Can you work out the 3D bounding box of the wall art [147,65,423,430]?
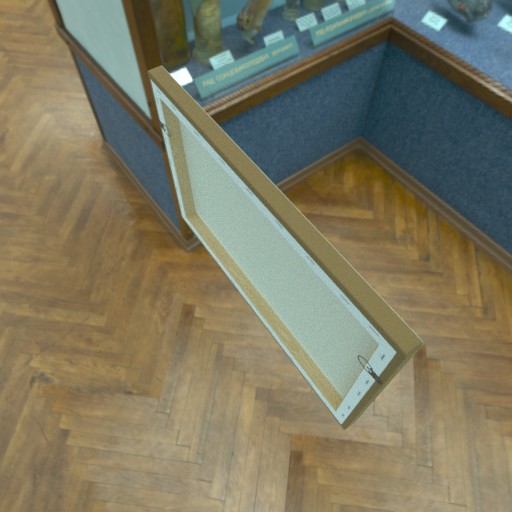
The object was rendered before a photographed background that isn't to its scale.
[{"bbox_3d":[0.000,0.000,0.493,0.019,0.254,0.380,-31,63,-18],"label":"wall art"}]
